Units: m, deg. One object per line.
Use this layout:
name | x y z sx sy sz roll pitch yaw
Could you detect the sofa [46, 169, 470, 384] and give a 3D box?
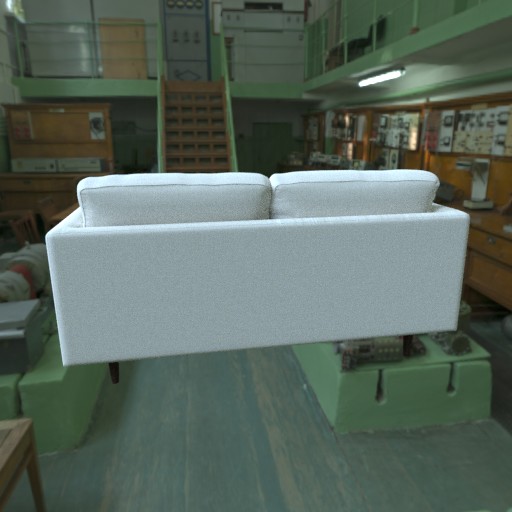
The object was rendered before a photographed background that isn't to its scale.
sofa | 0.000 0.000 2.236 1.713 0.893 0.940 -3 16 -10
